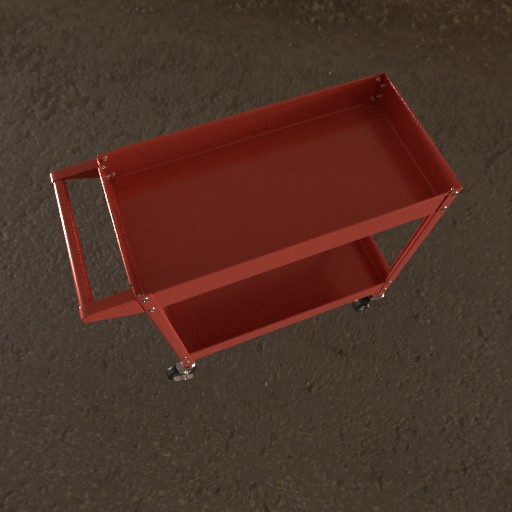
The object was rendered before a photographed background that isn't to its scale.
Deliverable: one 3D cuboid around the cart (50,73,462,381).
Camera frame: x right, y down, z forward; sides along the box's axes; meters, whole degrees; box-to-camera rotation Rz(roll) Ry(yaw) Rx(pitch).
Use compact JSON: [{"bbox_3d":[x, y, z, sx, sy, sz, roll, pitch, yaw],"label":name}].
[{"bbox_3d":[0.000,0.000,1.210,0.779,0.719,0.366,-19,66,-9],"label":"cart"}]
